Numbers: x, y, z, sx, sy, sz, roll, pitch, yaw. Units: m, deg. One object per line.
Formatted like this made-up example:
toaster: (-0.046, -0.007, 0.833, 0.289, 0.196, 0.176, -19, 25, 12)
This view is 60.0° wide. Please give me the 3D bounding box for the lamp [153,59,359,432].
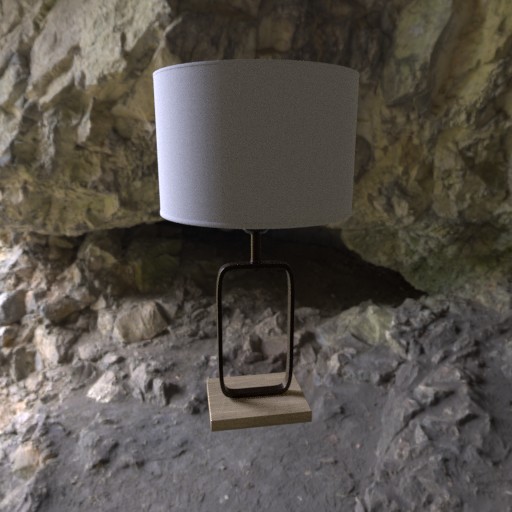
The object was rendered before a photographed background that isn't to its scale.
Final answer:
lamp: (0.000, 0.000, 0.675, 0.279, 0.508, 0.279, -2, 14, -9)
